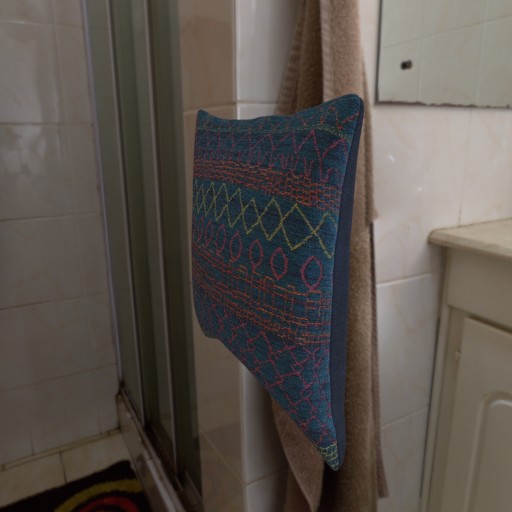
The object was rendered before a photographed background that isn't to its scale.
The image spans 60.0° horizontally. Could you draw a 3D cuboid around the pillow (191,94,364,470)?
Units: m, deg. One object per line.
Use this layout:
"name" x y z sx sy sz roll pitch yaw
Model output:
"pillow" 0.000 0.000 0.653 0.141 0.431 0.431 -8 17 -26
